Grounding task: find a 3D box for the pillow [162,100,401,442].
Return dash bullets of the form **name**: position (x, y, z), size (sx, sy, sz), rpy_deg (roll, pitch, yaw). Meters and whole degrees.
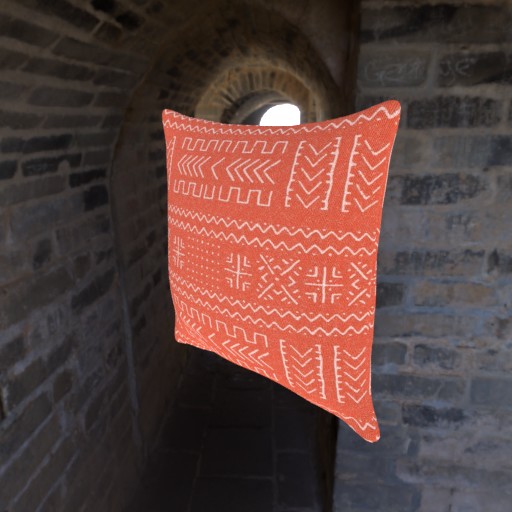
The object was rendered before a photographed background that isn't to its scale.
- **pillow**: position (0.000, 0.000, 0.661), size (0.438, 0.429, 0.164), rpy_deg (15, 22, 42)
